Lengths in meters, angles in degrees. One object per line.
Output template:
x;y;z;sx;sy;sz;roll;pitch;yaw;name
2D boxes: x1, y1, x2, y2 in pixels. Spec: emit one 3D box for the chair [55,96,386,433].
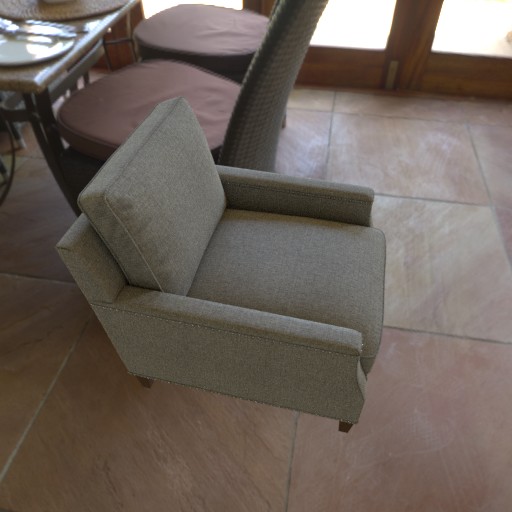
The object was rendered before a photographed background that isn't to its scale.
0.000;0.000;1.726;1.014;0.943;0.853;10;46;9;chair
